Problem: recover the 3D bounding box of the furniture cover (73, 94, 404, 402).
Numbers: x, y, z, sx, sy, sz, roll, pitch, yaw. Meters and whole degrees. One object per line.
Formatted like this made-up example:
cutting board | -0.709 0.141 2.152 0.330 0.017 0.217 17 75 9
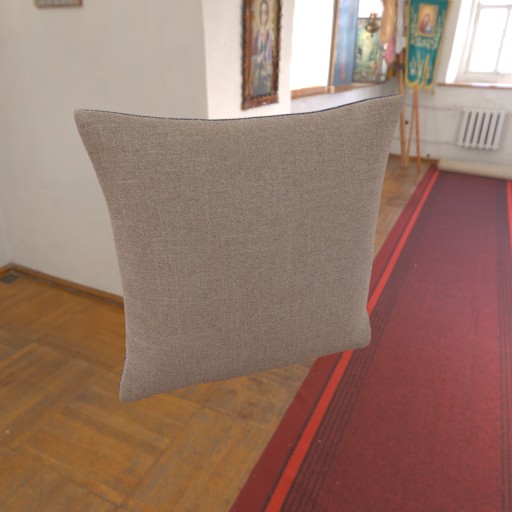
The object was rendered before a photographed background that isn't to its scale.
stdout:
furniture cover | 0.000 0.000 0.754 0.511 0.503 0.162 -9 27 -17
